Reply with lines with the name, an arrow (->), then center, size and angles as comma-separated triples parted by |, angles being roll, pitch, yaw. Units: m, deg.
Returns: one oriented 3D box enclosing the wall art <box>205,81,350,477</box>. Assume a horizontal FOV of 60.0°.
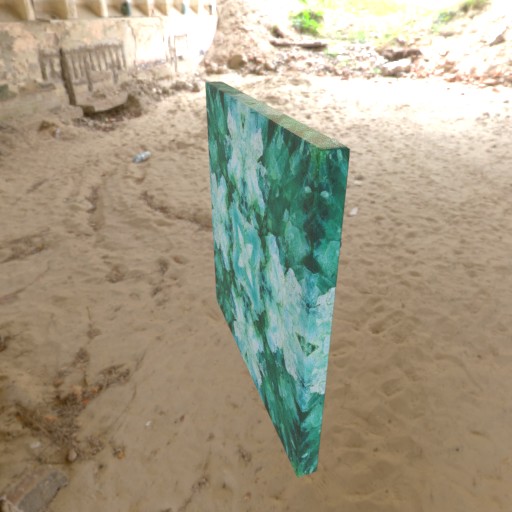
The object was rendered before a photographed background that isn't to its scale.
wall art -> 0.000, 0.000, 0.770 | 0.038, 0.508, 0.507 | -9, 30, -16
